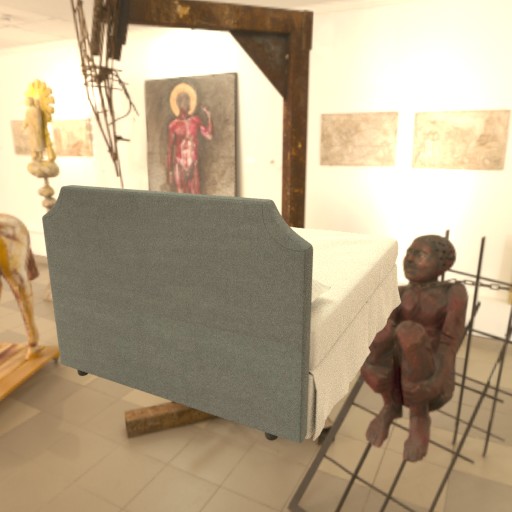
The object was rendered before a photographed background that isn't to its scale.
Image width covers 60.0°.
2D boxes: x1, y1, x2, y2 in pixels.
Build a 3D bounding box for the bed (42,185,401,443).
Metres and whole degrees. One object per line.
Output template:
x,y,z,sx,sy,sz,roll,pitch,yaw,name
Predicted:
0.000,0.000,3.599,1.977,1.306,2.464,8,17,26,bed
